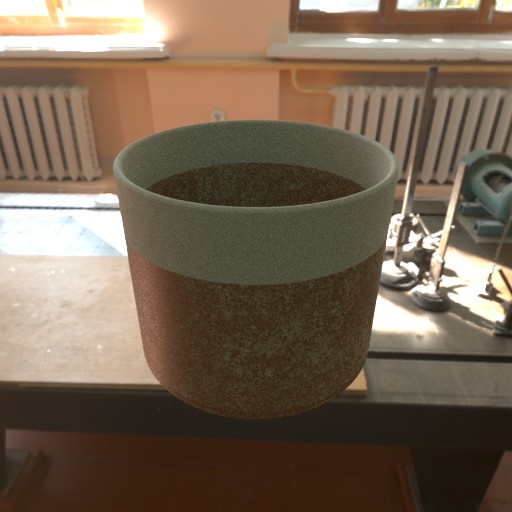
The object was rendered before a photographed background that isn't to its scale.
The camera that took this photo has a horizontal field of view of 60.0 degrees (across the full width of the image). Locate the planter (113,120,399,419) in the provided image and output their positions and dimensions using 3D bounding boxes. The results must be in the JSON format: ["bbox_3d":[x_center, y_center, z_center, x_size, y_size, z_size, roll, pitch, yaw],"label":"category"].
[{"bbox_3d":[0.000,0.000,0.289,0.159,0.138,0.159,0,30,0],"label":"planter"}]
